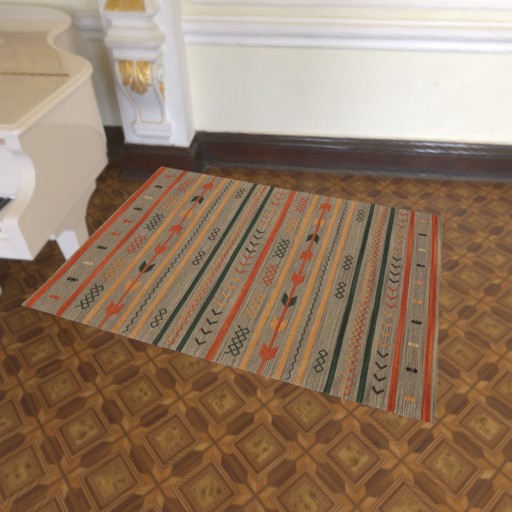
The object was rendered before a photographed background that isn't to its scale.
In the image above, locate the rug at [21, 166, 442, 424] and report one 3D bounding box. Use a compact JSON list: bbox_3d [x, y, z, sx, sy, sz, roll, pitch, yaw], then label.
[{"bbox_3d":[0.000,0.000,3.826,3.029,0.022,2.263,12,42,14],"label":"rug"}]
